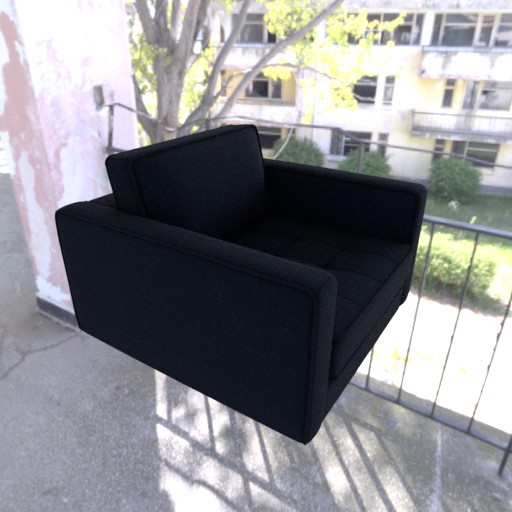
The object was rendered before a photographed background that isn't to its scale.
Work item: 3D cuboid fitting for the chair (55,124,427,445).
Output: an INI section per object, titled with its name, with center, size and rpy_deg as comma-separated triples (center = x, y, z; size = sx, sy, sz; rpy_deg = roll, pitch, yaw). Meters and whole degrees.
[chair]
center = 0.000, 0.000, 1.539
size = 0.920, 0.770, 0.899
rpy_deg = 16, 31, 30
